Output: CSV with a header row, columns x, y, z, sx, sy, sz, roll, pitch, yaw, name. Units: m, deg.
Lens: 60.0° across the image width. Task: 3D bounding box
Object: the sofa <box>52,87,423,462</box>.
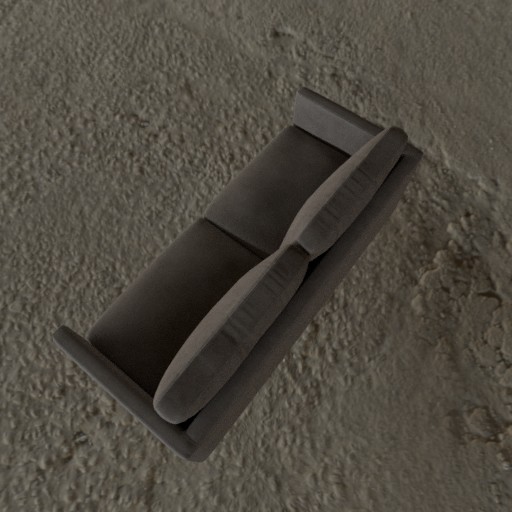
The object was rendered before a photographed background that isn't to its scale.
x,y,z,sx,sy,sz,roll,pitch,yaw,name
0.000,0.000,2.702,0.951,0.965,2.208,35,69,16,sofa
